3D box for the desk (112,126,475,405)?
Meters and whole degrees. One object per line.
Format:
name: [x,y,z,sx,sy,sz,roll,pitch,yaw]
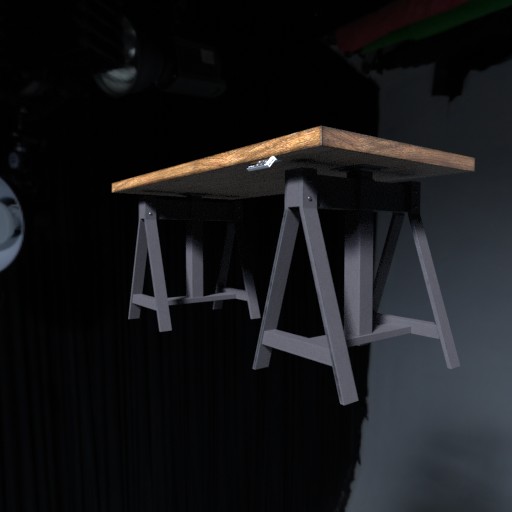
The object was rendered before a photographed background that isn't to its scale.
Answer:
desk: [0.000,0.000,1.951,0.784,0.725,1.543,-2,3,-37]
